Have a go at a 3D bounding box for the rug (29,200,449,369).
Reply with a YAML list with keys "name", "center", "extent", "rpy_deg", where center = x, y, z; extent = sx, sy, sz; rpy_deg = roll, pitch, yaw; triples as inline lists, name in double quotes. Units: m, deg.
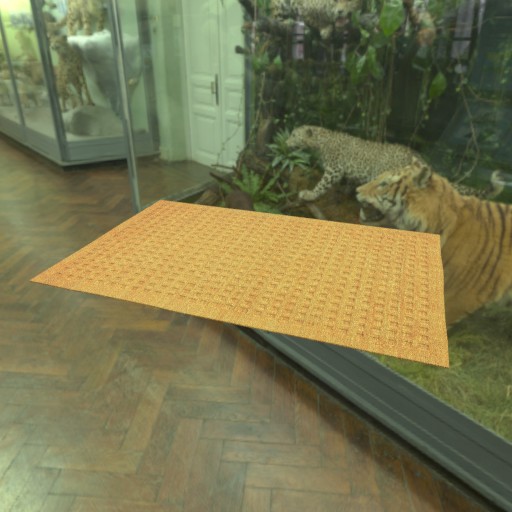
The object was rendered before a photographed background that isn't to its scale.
- name: "rug"
  center: [0.000, 0.000, 2.202]
  extent: [1.747, 0.006, 1.143]
  rpy_deg: [9, 28, 17]
